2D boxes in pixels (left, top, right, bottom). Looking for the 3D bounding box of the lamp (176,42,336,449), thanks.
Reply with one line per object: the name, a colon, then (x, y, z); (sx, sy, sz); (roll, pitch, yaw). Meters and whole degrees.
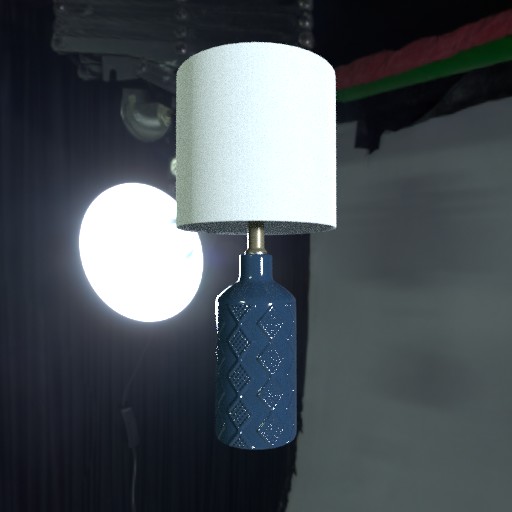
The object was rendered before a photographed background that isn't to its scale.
lamp: (0.000, 0.000, 0.579); (0.207, 0.461, 0.207); (-1, -2, 36)
